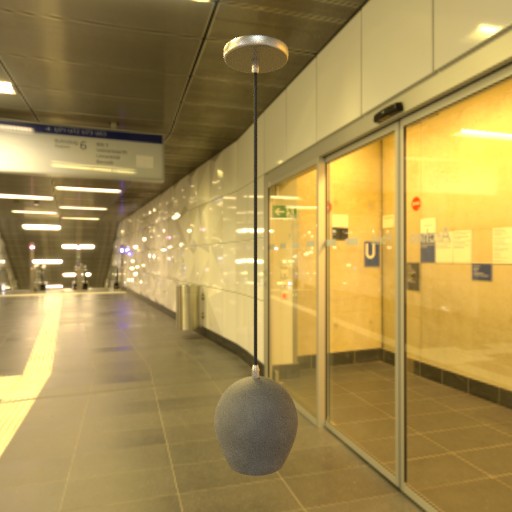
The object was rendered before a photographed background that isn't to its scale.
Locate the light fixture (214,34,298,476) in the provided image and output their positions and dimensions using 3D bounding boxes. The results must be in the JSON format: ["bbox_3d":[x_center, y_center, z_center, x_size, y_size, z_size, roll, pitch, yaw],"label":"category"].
[{"bbox_3d":[0.000,0.000,0.817,0.153,0.760,0.153,0,0,-36],"label":"light fixture"}]
